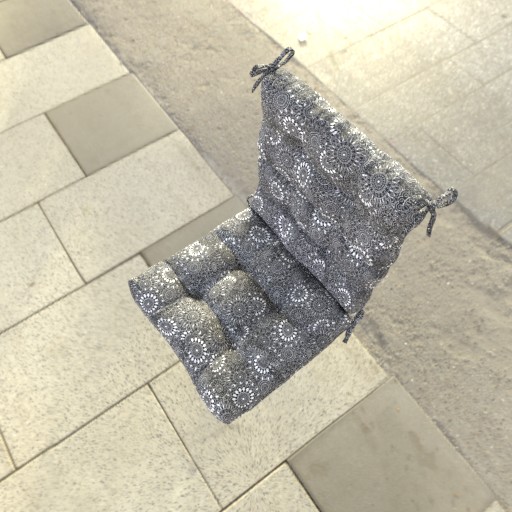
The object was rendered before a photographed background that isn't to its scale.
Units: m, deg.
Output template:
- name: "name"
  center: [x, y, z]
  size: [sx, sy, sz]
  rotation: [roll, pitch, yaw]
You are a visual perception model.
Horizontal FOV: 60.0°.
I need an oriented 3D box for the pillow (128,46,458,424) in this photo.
- name: "pillow"
  center: [0.000, 0.000, 1.051]
  size: [0.571, 0.605, 0.519]
  rotation: [-34, 68, -16]
